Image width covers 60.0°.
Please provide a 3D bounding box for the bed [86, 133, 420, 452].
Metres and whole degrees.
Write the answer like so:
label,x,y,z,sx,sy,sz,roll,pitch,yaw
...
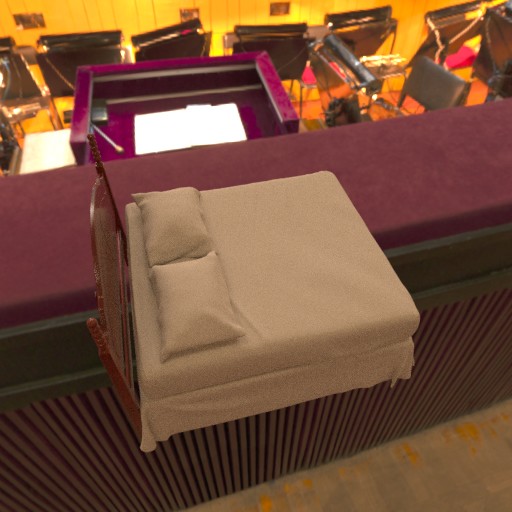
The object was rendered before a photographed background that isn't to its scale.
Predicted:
label,x,y,z,sx,sy,sz,roll,pitch,yaw
bed,0.000,0.000,3.210,2.040,1.356,1.873,-11,48,-10
